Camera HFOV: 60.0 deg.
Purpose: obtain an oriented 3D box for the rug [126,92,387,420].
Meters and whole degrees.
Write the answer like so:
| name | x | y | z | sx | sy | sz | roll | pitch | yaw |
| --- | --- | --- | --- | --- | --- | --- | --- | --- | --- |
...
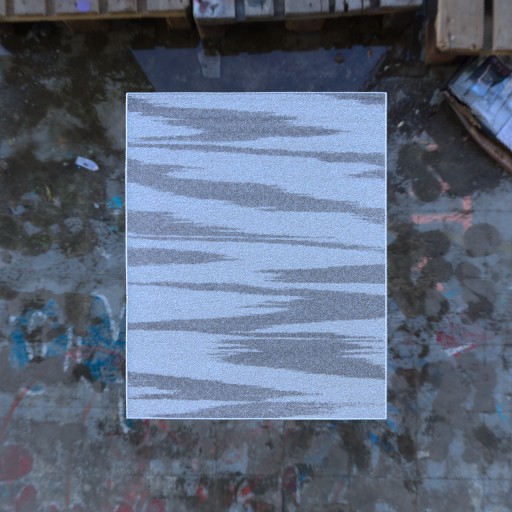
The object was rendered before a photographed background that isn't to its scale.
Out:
| name | x | y | z | sx | sy | sz | roll | pitch | yaw |
| --- | --- | --- | --- | --- | --- | --- | --- | --- | --- |
| rug | 0.000 | 0.000 | 3.991 | 2.353 | 0.014 | 2.945 | 0 | 90 | 1 |
